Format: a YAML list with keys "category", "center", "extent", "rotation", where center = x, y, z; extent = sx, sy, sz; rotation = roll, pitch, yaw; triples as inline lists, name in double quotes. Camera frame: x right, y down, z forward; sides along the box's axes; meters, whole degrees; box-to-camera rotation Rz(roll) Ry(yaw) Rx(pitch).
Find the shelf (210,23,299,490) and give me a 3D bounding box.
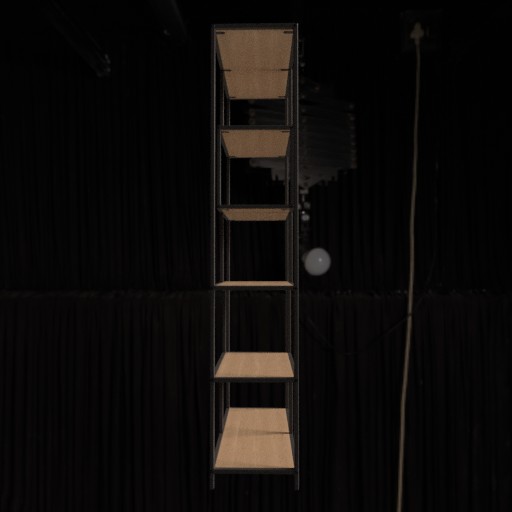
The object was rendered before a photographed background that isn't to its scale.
- category: "shelf"
  center: [0.000, 0.000, 2.142]
  extent: [0.350, 1.850, 0.770]
  rotation: [0, -1, 1]
